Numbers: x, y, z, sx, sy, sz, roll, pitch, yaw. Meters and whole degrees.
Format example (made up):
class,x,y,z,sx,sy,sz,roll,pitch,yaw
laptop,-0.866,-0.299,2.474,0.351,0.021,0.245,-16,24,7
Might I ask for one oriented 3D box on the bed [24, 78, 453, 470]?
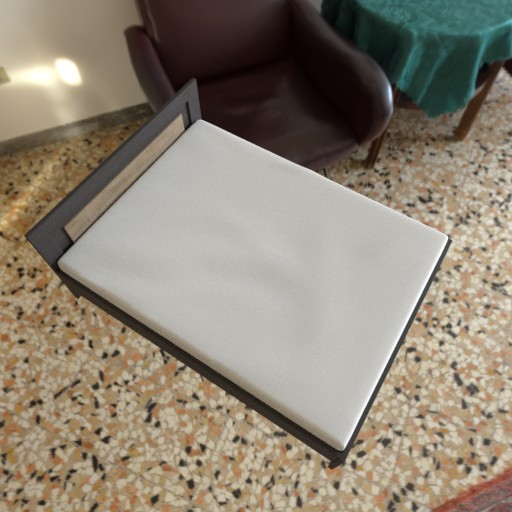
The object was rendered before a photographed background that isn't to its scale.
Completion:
class,x,y,z,sx,sy,sz,roll,pitch,yaw
bed,0.000,0.000,2.884,2.073,0.823,1.585,29,64,16
